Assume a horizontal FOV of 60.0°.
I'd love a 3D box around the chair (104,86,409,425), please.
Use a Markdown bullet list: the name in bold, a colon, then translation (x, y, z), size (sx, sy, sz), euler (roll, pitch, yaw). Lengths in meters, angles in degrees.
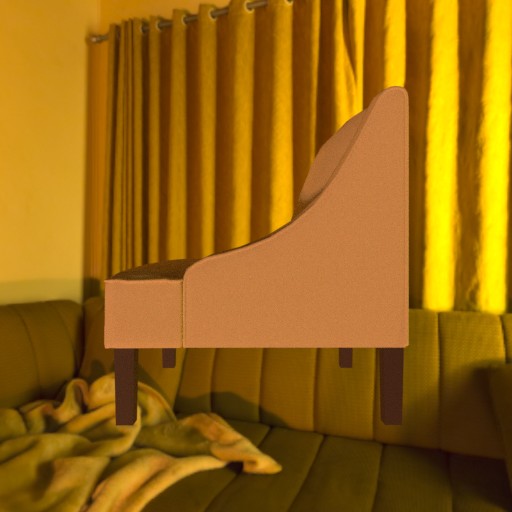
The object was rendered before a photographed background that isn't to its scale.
- **chair**: translation (0.000, 0.000, 1.477), size (0.806, 0.886, 0.689), euler (0, 0, 0)
